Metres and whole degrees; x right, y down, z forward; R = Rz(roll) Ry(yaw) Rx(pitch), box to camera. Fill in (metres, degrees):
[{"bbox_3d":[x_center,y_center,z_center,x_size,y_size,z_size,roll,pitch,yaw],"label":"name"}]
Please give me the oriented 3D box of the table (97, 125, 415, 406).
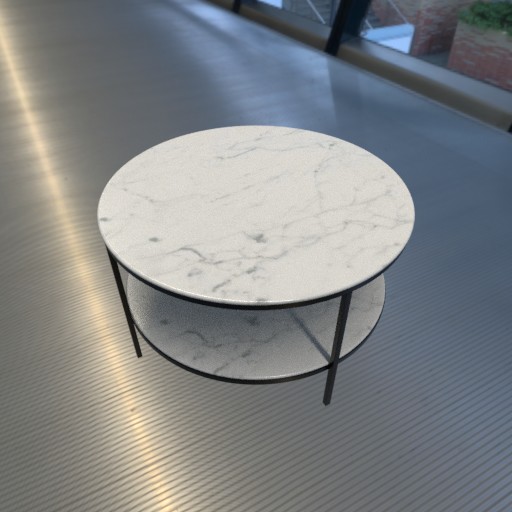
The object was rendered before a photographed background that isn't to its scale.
[{"bbox_3d":[0.000,0.000,1.301,0.800,0.450,0.800,0,41,0],"label":"table"}]
